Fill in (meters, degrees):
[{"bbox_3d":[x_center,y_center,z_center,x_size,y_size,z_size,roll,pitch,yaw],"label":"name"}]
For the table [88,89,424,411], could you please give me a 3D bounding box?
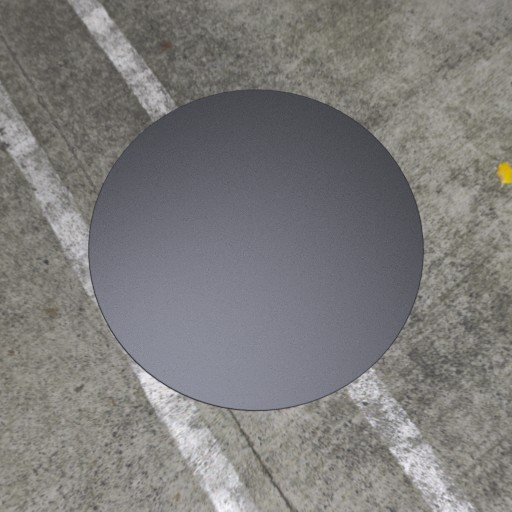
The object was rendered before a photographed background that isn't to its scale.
[{"bbox_3d":[0.000,0.000,1.430,0.914,0.457,0.914,0,75,0],"label":"table"}]
